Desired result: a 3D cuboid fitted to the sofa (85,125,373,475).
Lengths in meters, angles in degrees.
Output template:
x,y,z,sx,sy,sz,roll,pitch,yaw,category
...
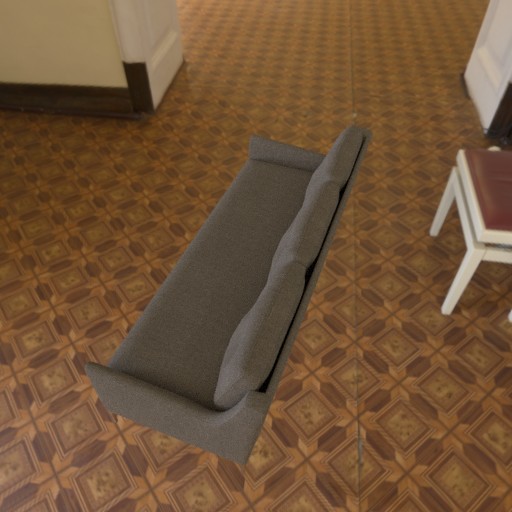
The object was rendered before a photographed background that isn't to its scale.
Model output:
x,y,z,sx,sy,sz,roll,pitch,yaw,category
0.000,0.000,2.557,0.849,0.837,2.060,16,48,14,sofa
